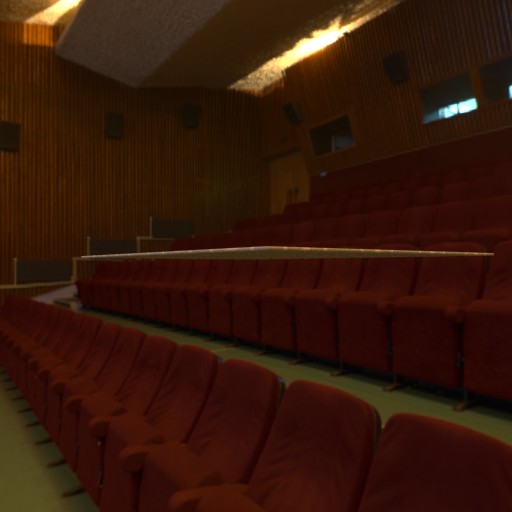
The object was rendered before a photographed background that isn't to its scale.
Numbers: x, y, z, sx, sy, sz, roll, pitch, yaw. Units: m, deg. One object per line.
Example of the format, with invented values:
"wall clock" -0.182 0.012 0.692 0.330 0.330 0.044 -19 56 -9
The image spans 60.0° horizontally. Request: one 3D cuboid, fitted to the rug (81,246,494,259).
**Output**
"rug" 0.000 0.000 2.636 1.451 0.010 2.080 1 -1 -36
